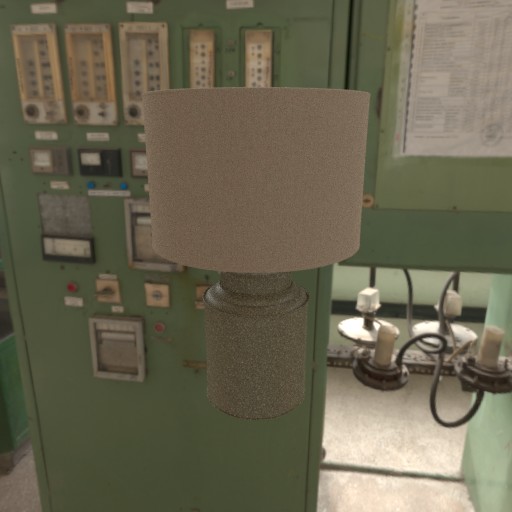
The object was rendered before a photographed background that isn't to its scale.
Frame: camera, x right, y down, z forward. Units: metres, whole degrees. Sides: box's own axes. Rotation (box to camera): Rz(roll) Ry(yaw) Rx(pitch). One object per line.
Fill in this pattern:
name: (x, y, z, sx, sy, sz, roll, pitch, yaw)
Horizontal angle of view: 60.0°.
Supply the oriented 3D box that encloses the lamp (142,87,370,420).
lamp: (0.000, 0.000, 0.704, 0.318, 0.486, 0.318, 0, 17, 0)
